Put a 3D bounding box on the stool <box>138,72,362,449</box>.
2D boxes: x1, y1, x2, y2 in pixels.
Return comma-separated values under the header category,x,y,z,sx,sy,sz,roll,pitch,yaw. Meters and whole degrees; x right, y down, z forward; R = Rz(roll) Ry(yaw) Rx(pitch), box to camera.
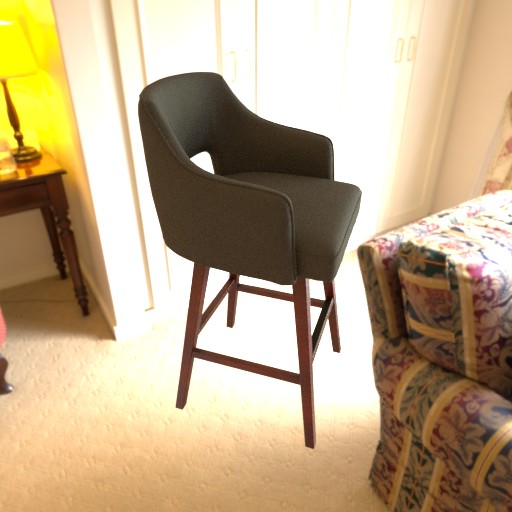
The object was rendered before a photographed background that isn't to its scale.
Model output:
category,x,y,z,sx,sy,sz,roll,pitch,yaw
stool,0.000,0.000,1.375,0.558,1.012,0.548,10,32,17
